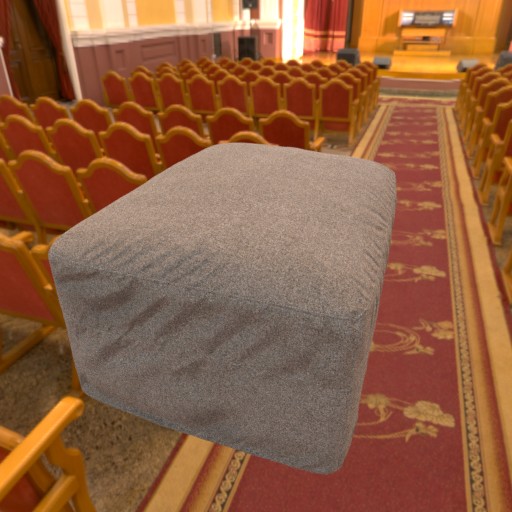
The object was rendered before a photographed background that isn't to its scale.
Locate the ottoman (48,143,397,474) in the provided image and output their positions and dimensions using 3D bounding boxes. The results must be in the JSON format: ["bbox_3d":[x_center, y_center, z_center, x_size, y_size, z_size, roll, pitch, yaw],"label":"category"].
[{"bbox_3d":[0.000,0.000,1.203,0.683,0.481,0.837,10,31,17],"label":"ottoman"}]
